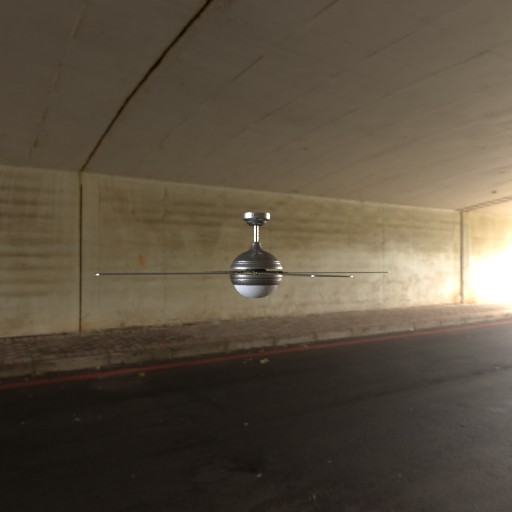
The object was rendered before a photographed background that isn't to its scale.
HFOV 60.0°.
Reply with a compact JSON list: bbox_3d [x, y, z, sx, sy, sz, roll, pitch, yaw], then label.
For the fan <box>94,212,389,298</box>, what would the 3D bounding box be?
[{"bbox_3d":[0.000,0.000,2.010,1.321,0.381,1.321,0,-1,0],"label":"fan"}]
